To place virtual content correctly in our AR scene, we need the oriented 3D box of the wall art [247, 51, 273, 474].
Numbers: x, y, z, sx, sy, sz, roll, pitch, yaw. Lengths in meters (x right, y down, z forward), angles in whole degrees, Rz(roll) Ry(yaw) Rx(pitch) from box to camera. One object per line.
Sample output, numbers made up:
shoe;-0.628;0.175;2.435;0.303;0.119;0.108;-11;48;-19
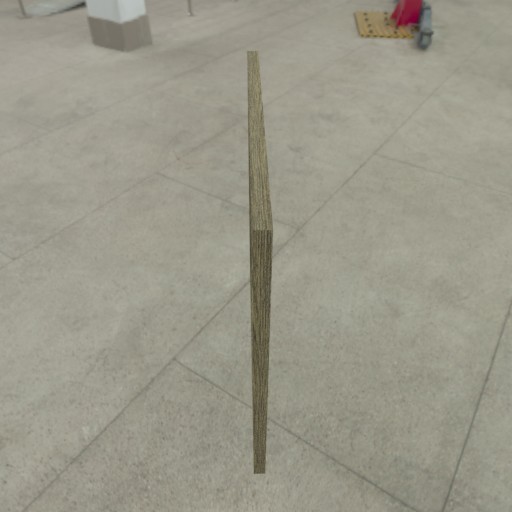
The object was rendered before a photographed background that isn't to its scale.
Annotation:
wall art;0.000;0.000;0.752;0.019;0.508;0.508;-1;41;-1
